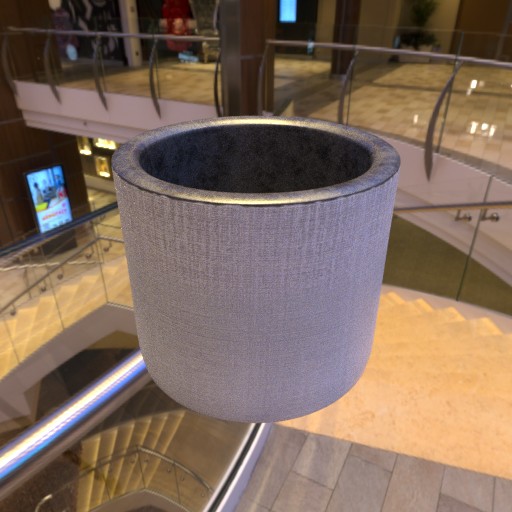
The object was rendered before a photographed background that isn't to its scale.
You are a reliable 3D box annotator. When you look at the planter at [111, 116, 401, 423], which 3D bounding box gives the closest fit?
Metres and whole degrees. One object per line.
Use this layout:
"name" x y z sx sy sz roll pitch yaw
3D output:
"planter" 0.000 0.000 0.223 0.125 0.112 0.125 0 30 0
